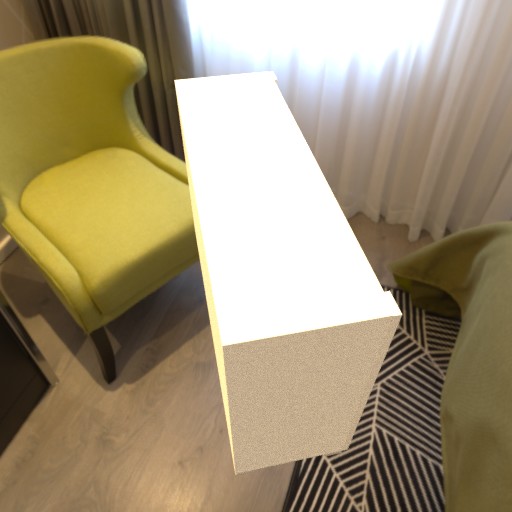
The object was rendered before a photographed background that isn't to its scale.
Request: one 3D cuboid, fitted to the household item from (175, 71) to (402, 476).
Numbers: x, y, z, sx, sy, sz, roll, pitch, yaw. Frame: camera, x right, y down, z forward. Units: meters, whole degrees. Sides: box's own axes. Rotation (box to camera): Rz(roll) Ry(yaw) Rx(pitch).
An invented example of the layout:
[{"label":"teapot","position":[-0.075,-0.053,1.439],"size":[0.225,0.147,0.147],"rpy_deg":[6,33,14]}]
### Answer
[{"label":"household item","position":[0.000,0.000,1.745],"size":[0.420,0.867,1.300],"rpy_deg":[-9,47,-8]}]
